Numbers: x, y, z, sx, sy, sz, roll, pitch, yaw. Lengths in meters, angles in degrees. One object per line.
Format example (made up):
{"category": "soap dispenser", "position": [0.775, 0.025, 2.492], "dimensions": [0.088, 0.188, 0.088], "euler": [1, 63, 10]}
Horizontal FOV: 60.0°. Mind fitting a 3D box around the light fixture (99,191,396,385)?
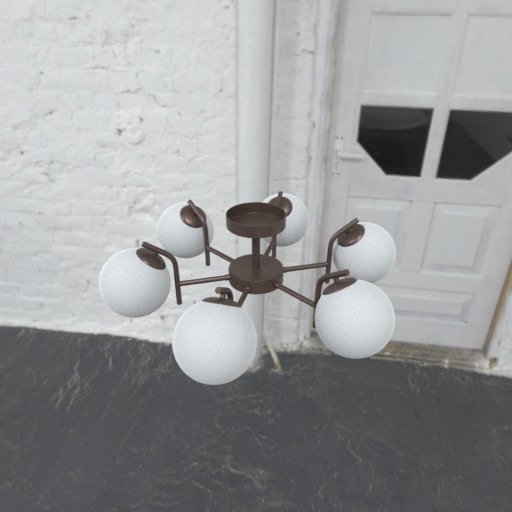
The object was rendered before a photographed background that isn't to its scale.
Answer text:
{"category": "light fixture", "position": [0.000, 0.000, 0.965], "dimensions": [0.662, 0.201, 0.662], "euler": [0, 29, 0]}
